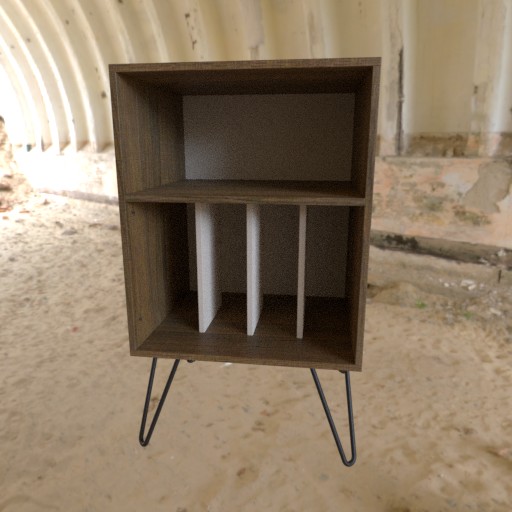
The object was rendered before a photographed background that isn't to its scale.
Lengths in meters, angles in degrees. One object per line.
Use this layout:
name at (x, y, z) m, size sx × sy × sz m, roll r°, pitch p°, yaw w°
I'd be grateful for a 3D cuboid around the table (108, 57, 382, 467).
table at (0.000, 0.000, 1.151) m, size 0.526 × 0.866 × 0.457 m, roll 2°, pitch 14°, yaw 8°
